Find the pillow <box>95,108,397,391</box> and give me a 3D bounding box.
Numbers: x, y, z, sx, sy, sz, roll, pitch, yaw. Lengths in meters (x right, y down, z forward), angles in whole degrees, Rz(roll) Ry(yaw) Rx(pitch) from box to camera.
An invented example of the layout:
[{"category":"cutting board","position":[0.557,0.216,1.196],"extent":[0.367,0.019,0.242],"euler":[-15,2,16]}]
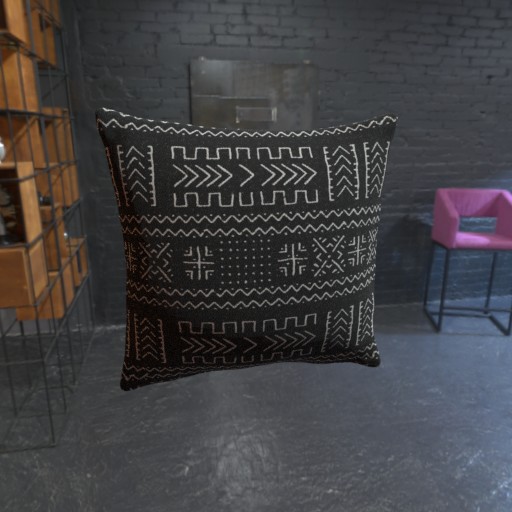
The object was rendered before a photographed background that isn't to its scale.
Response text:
[{"category":"pillow","position":[0.000,0.000,0.683],"extent":[0.438,0.430,0.164],"euler":[-3,16,-9]}]
